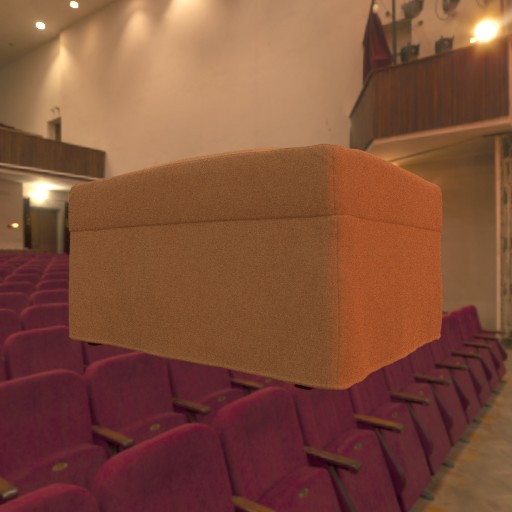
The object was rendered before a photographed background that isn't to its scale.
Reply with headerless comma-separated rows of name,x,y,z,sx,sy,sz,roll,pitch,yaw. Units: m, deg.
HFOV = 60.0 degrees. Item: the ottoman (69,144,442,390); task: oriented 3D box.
ottoman,0.000,0.000,1.226,0.833,0.485,0.650,0,0,37
